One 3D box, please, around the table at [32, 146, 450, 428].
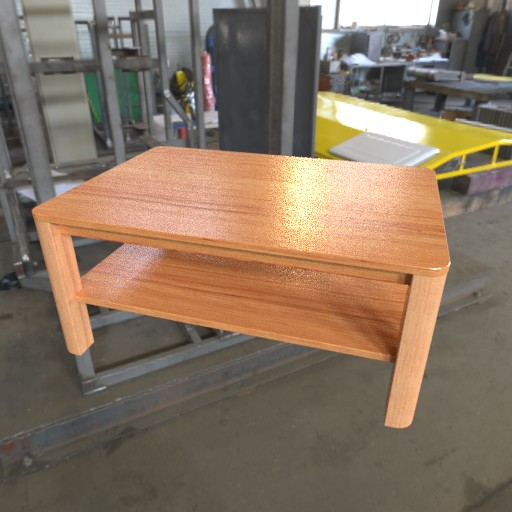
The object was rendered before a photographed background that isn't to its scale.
[{"bbox_3d":[0.000,0.000,1.373,0.997,0.445,0.696,8,29,15],"label":"table"}]
